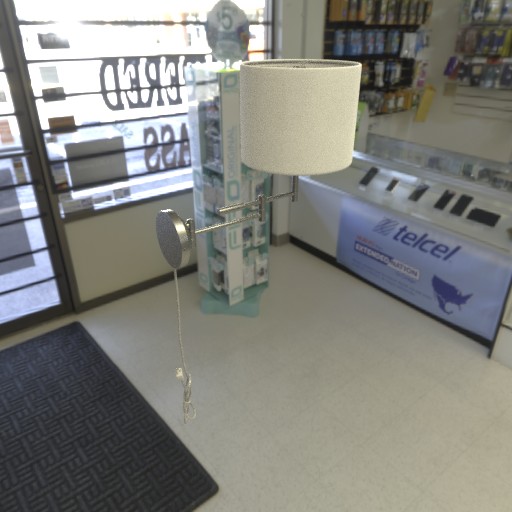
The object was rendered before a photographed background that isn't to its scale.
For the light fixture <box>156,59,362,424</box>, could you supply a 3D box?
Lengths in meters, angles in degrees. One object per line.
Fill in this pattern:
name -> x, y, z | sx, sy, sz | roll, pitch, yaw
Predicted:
light fixture -> 0.000, 0.000, 1.063 | 0.479, 0.842, 0.253 | -18, 32, -31
